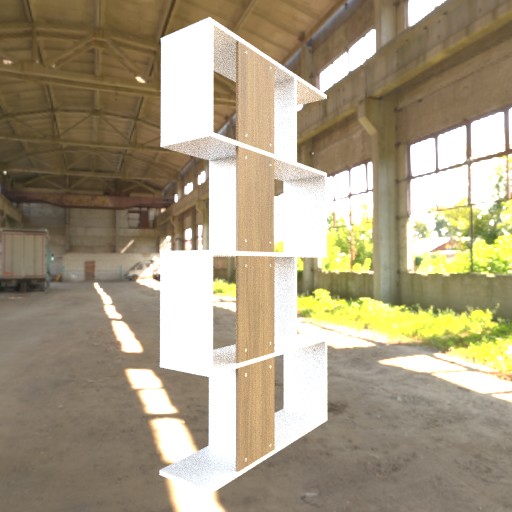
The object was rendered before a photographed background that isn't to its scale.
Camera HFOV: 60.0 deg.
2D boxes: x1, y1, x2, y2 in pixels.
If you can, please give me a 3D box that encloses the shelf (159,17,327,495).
[{"bbox_3d":[0.000,0.000,1.962,0.250,1.650,0.890,-1,-1,36],"label":"shelf"}]
